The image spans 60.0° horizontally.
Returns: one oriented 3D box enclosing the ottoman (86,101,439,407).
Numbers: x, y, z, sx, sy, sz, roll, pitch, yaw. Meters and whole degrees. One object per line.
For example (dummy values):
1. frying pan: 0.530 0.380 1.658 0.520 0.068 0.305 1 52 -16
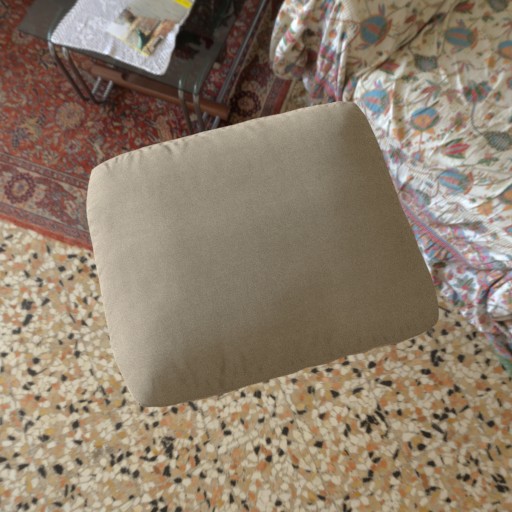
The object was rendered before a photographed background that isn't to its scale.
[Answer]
1. ottoman: 0.000 0.000 1.096 0.712 0.480 0.584 -15 76 -4
